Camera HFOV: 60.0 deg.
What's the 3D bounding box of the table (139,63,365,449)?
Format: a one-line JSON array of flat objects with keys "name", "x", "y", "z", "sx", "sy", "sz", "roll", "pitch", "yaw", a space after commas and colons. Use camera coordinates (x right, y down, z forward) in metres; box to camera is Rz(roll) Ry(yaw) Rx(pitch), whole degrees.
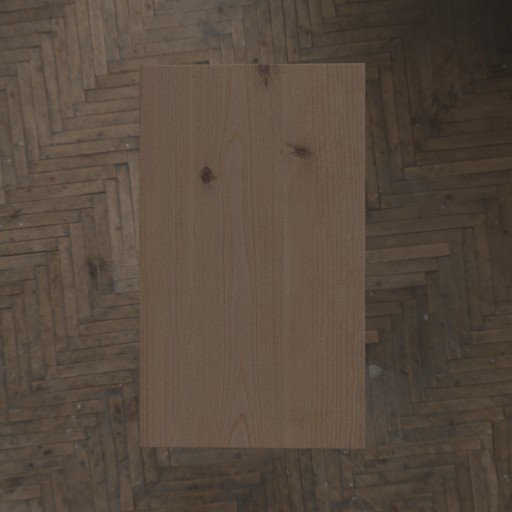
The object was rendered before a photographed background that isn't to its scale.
[{"name": "table", "x": 0.000, "y": 0.000, "z": 1.025, "sx": 0.351, "sy": 0.673, "sz": 0.597, "roll": 0, "pitch": 90, "yaw": 1}]
